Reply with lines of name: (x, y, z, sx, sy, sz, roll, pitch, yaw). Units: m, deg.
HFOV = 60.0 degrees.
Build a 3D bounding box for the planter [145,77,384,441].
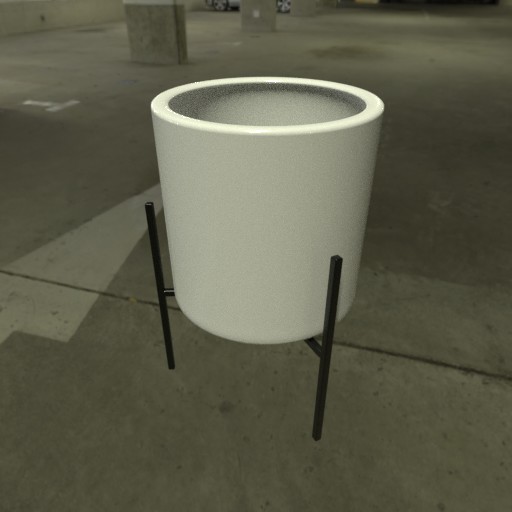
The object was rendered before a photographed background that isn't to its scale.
planter: (0.000, 0.000, 0.515, 0.239, 0.356, 0.239, 0, 32, -1)
